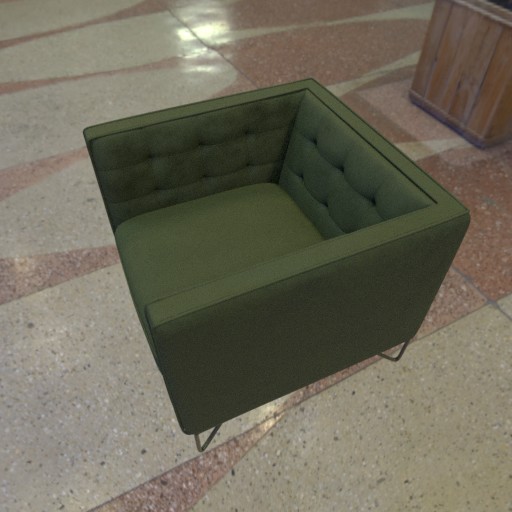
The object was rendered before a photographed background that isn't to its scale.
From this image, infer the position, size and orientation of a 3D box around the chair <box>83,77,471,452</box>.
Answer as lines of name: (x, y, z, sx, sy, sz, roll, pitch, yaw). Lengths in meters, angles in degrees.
chair: (0.000, 0.000, 1.576, 0.894, 0.790, 0.880, -18, 50, -16)
